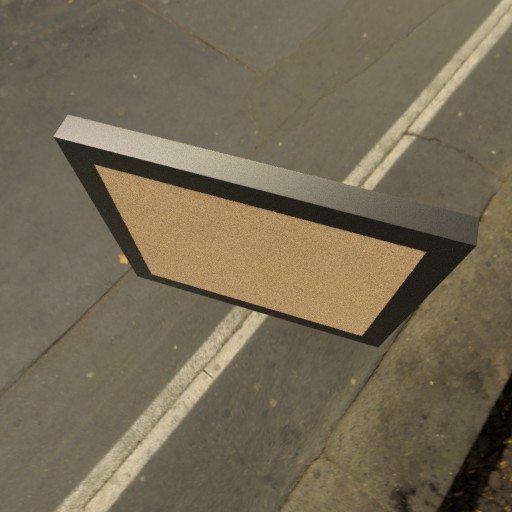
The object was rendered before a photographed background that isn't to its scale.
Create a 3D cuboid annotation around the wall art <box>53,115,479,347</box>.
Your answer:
[{"bbox_3d":[0.000,0.000,0.531,0.381,0.321,0.028,16,65,8],"label":"wall art"}]
